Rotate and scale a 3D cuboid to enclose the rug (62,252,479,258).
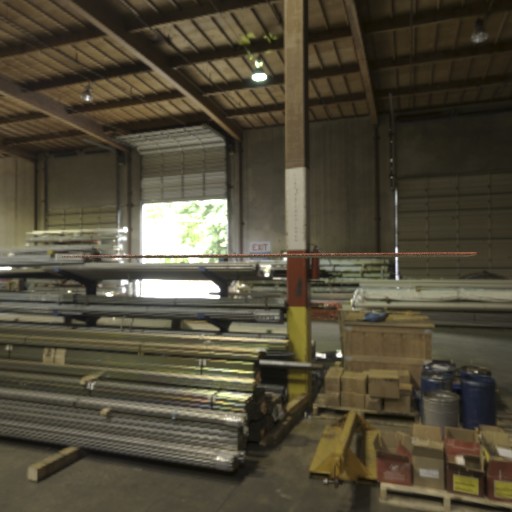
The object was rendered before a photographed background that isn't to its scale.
[{"bbox_3d":[0.000,0.000,2.761,2.471,0.013,0.914,0,-1,18],"label":"rug"}]
